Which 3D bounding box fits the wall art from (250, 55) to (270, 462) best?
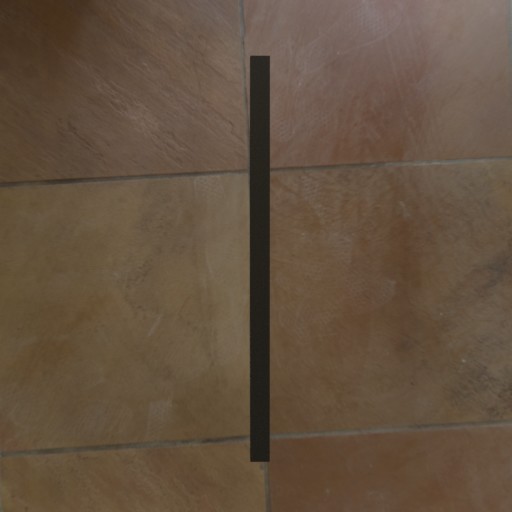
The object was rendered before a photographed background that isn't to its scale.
[{"bbox_3d":[0.000,0.000,1.407,0.039,1.061,0.804,0,91,-1],"label":"wall art"}]
